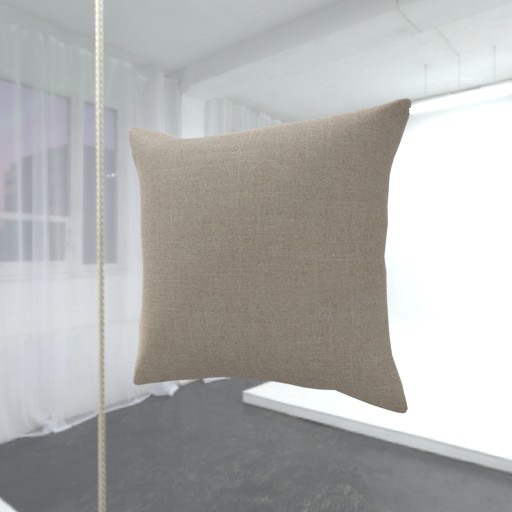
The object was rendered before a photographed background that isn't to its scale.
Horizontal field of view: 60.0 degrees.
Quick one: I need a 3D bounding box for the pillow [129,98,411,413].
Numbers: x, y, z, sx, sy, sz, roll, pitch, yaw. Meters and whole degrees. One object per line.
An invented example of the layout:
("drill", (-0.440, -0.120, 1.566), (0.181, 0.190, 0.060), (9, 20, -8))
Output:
("pillow", (0.000, 0.000, 0.625), (0.414, 0.399, 0.173), (0, 0, 19))
